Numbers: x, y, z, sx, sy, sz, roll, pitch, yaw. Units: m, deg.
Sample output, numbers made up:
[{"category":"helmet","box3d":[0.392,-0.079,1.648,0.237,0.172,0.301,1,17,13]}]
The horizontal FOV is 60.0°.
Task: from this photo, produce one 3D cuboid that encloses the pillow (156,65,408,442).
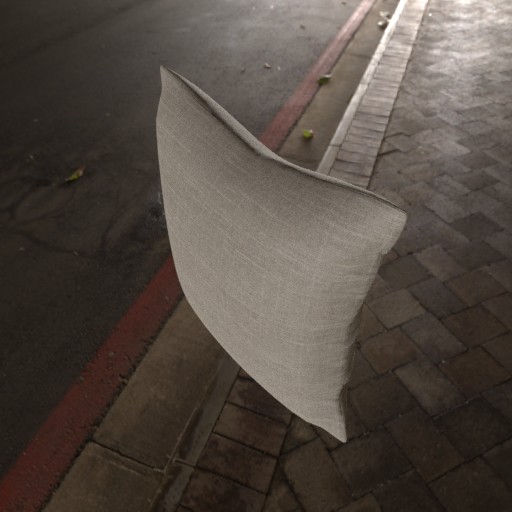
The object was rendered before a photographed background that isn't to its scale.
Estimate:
[{"category":"pillow","box3d":[0.000,0.000,0.608,0.169,0.400,0.424,-28,50,-26]}]
